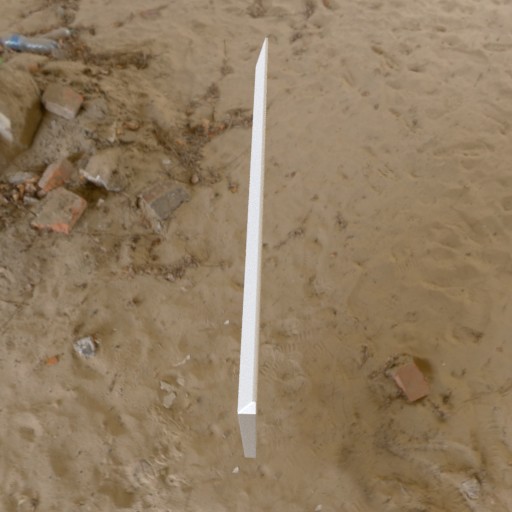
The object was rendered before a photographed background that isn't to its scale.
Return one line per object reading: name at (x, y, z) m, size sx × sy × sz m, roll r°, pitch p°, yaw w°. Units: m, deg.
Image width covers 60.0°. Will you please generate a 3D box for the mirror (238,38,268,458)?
mirror at (0.000, 0.000, 1.131) m, size 0.030 × 0.630 × 0.870 m, roll 2°, pitch 59°, yaw 1°
